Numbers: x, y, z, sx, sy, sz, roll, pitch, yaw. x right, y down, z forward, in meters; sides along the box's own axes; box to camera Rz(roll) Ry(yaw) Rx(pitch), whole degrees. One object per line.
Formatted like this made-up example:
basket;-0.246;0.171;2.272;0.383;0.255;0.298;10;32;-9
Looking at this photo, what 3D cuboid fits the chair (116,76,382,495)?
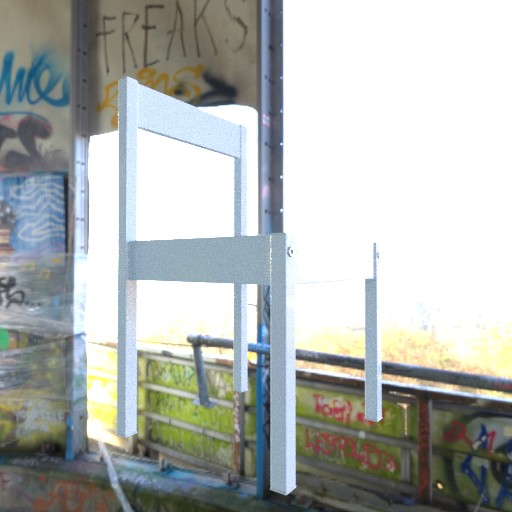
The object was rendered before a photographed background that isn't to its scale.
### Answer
chair;0.000;0.000;0.663;0.285;0.505;0.285;-1;-1;36
